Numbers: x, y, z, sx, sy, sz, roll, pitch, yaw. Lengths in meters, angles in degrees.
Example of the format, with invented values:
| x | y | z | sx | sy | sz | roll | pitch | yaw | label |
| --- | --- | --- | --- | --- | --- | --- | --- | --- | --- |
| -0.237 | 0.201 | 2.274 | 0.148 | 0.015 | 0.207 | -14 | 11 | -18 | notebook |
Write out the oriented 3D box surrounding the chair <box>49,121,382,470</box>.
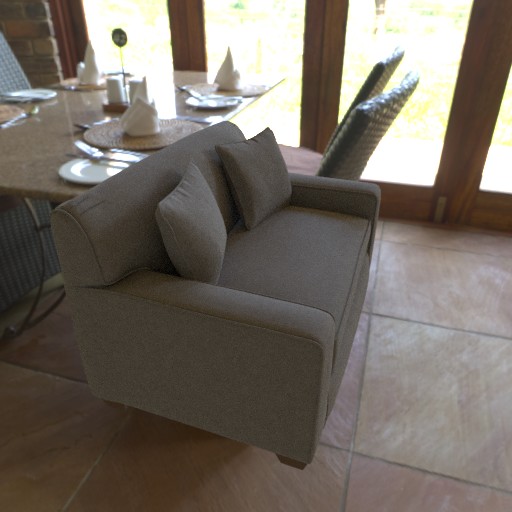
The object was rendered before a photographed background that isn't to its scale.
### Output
| x | y | z | sx | sy | sz | roll | pitch | yaw | label |
| --- | --- | --- | --- | --- | --- | --- | --- | --- | --- |
| 0.000 | 0.000 | 2.046 | 0.992 | 0.953 | 1.395 | 11 | 31 | 18 | chair |
